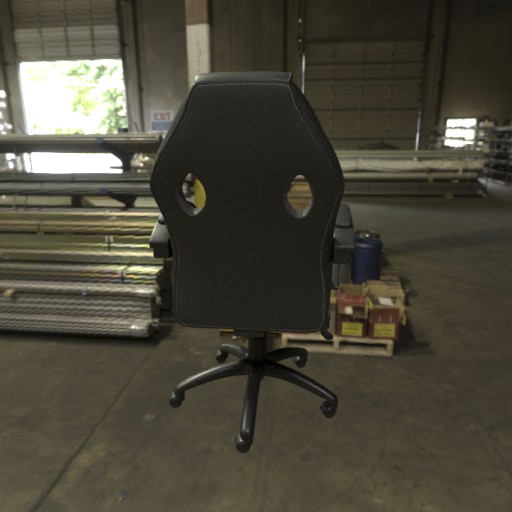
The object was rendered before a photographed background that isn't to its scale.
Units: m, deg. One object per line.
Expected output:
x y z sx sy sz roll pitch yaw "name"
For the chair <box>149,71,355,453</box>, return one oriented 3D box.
0.000 0.000 1.637 0.673 1.187 0.724 2 16 6 "chair"
